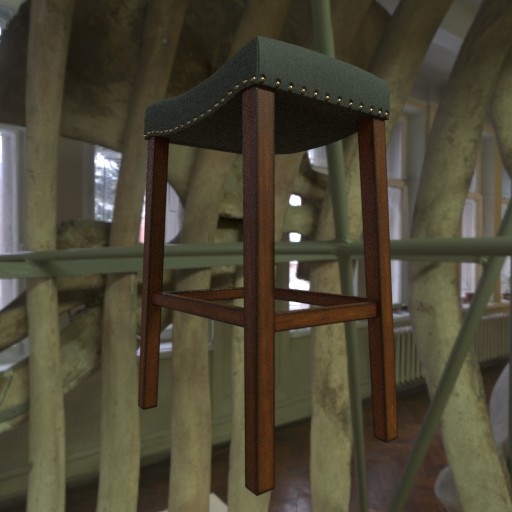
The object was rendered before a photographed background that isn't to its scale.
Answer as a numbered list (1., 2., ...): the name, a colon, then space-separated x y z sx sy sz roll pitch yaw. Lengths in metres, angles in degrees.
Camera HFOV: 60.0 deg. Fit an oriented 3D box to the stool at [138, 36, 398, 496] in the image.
1. stool: 0.000 0.000 1.011 0.366 0.760 0.502 -1 1 -36
